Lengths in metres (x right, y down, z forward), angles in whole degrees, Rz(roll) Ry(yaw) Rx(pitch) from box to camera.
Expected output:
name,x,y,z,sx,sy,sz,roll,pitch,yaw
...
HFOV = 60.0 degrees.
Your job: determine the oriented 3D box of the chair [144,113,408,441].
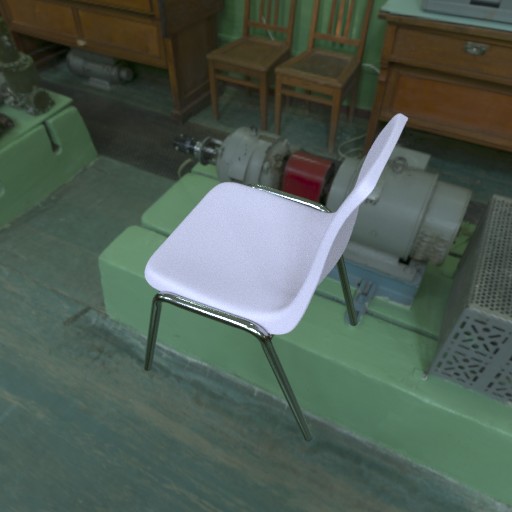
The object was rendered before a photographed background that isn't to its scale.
name,x,y,z,sx,sy,sz,roll,pitch,yaw
chair,0.000,0.000,0.907,0.436,0.653,0.381,19,49,18
